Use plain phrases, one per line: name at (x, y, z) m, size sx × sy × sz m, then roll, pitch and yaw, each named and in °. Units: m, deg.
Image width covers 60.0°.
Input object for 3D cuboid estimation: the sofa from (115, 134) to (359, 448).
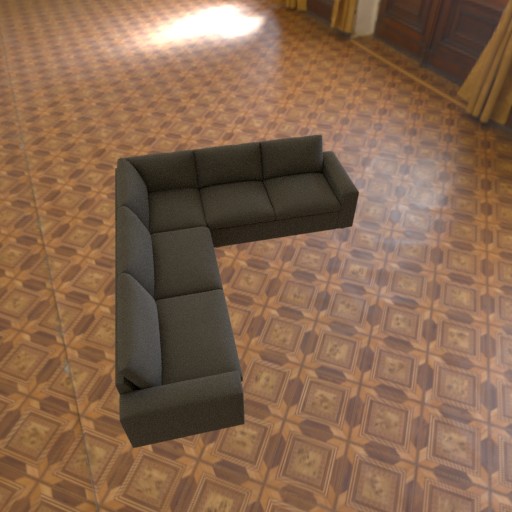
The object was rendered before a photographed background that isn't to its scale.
sofa at (0.000, 0.000, 4.846) m, size 2.895 × 0.965 × 3.277 m, roll -9°, pitch 46°, yaw -9°
